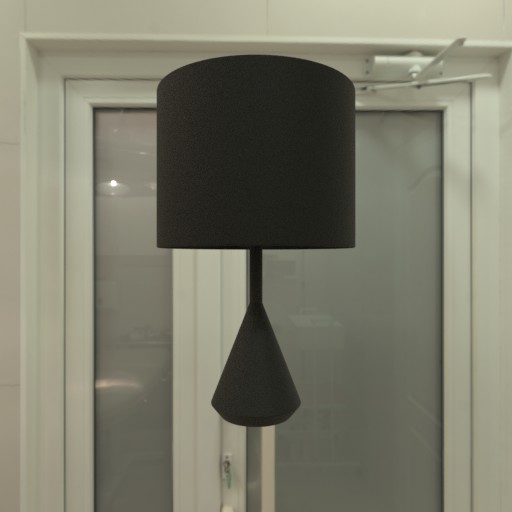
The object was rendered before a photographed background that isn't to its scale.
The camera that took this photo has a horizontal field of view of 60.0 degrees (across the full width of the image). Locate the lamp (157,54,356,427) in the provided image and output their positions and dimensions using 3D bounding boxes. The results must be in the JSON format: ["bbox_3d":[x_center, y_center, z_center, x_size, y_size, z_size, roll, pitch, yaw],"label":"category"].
[{"bbox_3d":[0.000,0.000,0.819,0.359,0.584,0.359,0,0,-1],"label":"lamp"}]
